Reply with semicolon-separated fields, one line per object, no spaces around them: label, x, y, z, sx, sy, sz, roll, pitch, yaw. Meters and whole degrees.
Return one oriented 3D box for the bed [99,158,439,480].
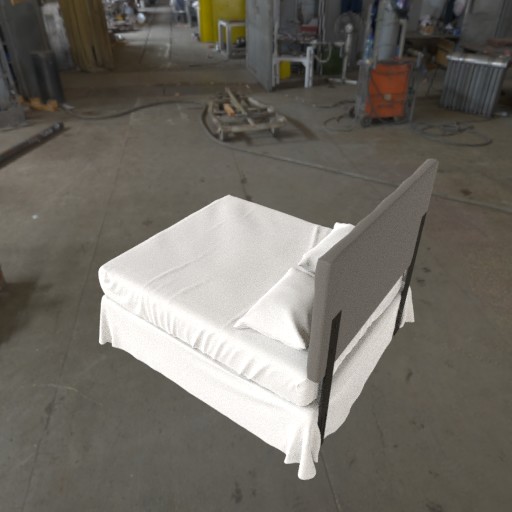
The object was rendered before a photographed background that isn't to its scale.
bed;0.000;0.000;3.532;2.222;1.577;1.936;22;39;29
